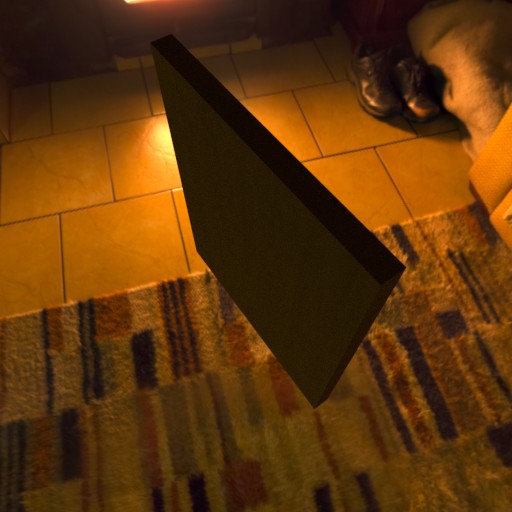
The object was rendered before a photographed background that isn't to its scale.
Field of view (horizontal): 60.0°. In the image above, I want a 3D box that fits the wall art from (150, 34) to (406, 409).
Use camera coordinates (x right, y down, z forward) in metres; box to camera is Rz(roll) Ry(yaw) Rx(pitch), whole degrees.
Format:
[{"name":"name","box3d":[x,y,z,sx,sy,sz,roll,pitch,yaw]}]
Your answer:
[{"name":"wall art","box3d":[0.000,0.000,0.754,0.034,0.552,0.455,-31,64,-17]}]
